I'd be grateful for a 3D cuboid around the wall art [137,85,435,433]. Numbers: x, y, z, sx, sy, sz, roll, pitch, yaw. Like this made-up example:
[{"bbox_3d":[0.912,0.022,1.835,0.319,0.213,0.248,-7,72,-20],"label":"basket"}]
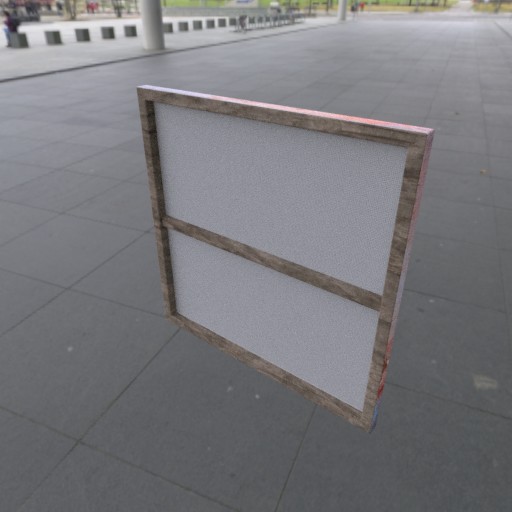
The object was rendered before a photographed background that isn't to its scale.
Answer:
[{"bbox_3d":[0.000,0.000,1.126,0.747,0.747,0.035,21,36,32],"label":"wall art"}]
